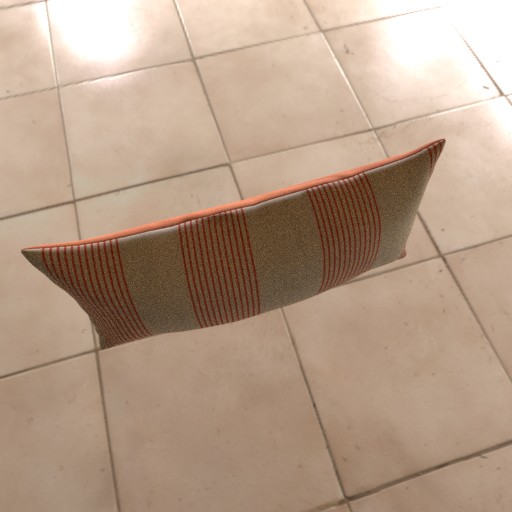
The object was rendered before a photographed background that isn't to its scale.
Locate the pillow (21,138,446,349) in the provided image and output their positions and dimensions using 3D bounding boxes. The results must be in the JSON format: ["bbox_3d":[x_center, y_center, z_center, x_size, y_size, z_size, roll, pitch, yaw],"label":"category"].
[{"bbox_3d":[0.000,0.000,0.721,0.608,0.292,0.156,-16,65,-8],"label":"pillow"}]
